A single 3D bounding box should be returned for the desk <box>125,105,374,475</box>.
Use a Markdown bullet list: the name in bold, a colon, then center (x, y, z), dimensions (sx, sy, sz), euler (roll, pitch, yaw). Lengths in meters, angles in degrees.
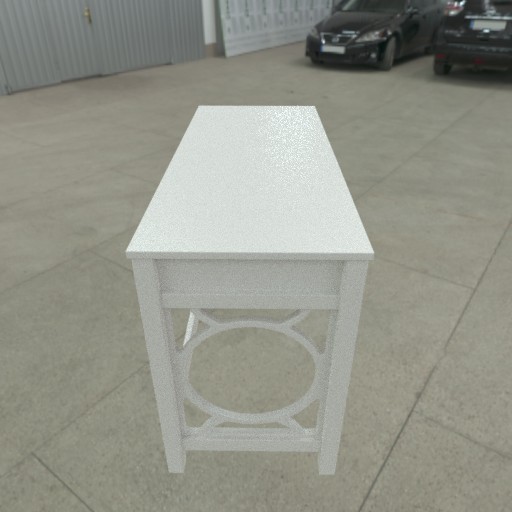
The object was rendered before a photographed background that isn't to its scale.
- **desk**: center (0.000, 0.000, 1.583), dimensions (0.504, 0.762, 1.191), euler (0, 32, 1)
